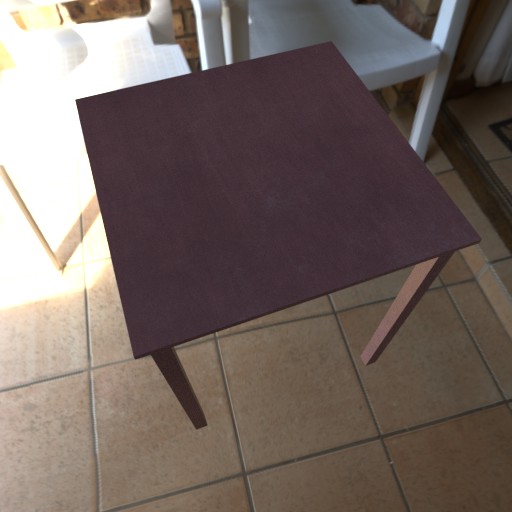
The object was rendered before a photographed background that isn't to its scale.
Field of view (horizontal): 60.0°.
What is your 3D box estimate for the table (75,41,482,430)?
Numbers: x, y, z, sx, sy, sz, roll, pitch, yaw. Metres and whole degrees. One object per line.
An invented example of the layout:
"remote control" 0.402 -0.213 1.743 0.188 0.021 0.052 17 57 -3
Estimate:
"table" 0.000 0.000 1.638 0.861 0.991 0.861 -17 60 -10
